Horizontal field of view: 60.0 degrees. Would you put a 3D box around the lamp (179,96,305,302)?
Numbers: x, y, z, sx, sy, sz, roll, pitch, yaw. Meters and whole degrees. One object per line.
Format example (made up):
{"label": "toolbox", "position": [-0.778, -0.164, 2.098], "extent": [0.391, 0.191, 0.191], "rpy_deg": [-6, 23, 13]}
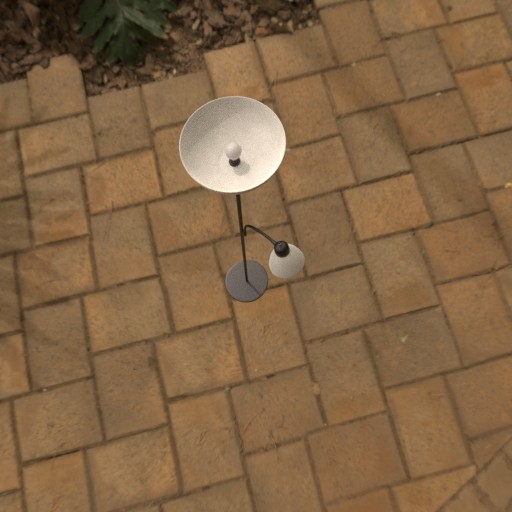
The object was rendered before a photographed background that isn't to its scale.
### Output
{"label": "lamp", "position": [0.000, 0.000, 1.973], "extent": [0.279, 1.804, 0.442], "rpy_deg": [-43, 79, -10]}
